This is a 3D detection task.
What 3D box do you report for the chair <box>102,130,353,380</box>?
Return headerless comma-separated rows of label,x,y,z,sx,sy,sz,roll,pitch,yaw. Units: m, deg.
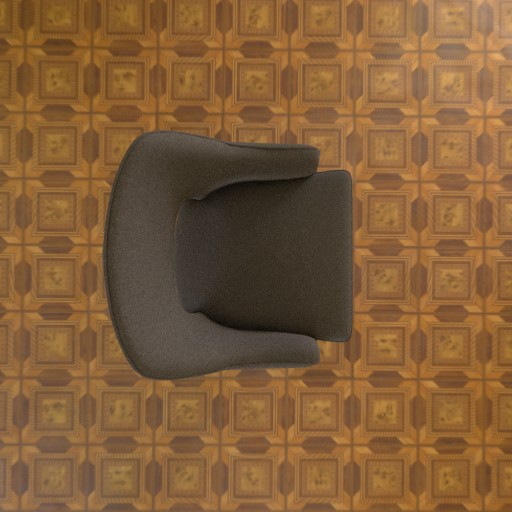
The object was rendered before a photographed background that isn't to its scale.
chair,0.000,0.000,1.194,0.560,0.838,0.559,0,90,0
